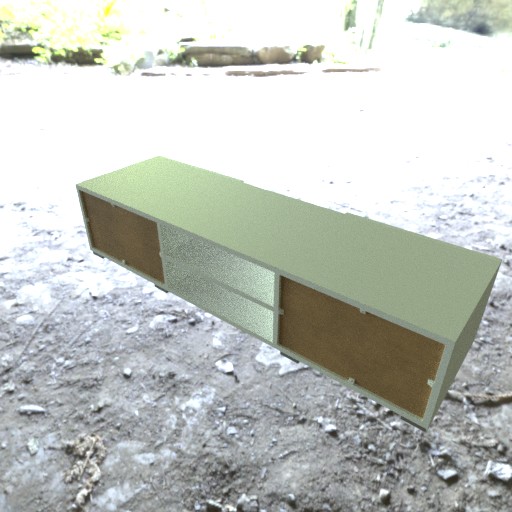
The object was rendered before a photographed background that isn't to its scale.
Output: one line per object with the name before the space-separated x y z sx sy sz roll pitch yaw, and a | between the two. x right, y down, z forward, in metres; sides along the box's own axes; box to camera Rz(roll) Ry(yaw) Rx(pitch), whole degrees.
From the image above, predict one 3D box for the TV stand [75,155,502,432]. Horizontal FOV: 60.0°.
TV stand | 0.000 0.000 1.528 1.400 0.310 0.420 22 38 31
